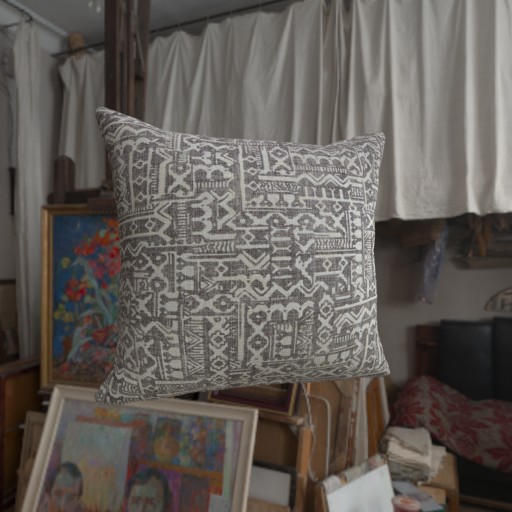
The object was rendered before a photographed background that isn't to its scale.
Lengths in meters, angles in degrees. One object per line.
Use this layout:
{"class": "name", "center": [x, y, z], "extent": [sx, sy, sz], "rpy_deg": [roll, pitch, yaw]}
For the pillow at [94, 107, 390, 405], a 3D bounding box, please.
{"class": "pillow", "center": [0.000, 0.000, 0.795], "extent": [0.546, 0.487, 0.180], "rpy_deg": [0, 0, -17]}
